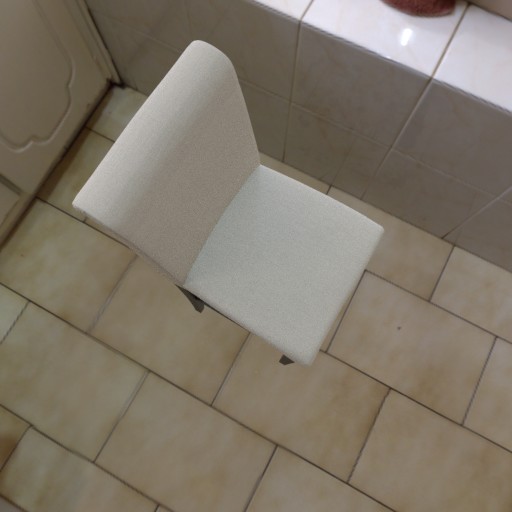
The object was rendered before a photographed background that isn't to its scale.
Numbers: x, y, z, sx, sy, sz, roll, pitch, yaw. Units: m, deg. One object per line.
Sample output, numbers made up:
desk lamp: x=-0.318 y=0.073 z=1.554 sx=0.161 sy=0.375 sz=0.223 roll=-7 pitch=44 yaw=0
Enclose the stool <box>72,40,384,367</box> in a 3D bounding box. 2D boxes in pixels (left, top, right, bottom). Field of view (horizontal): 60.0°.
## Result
stool: x=0.000 y=0.000 z=1.397 sx=0.597 sy=1.124 sz=0.452 roll=30 pitch=77 yaw=7
